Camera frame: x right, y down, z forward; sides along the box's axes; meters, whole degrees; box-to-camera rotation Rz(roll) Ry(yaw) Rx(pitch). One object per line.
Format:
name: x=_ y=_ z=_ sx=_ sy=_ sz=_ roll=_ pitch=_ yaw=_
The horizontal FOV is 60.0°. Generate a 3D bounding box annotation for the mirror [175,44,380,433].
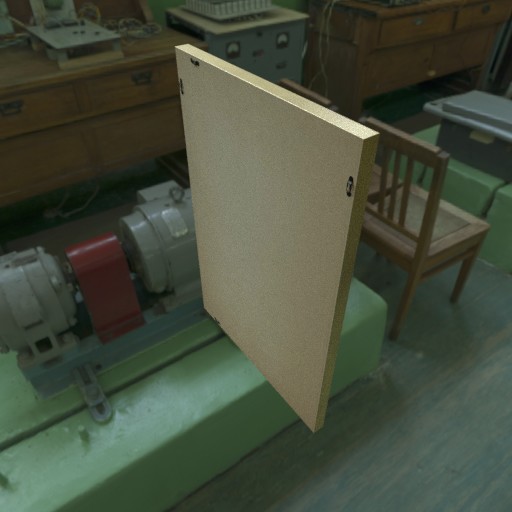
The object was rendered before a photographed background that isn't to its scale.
mirror: x=0.000 y=0.000 z=1.178 sx=0.041 sy=0.915 sz=0.609 roll=-26 pitch=47 yaw=-27
